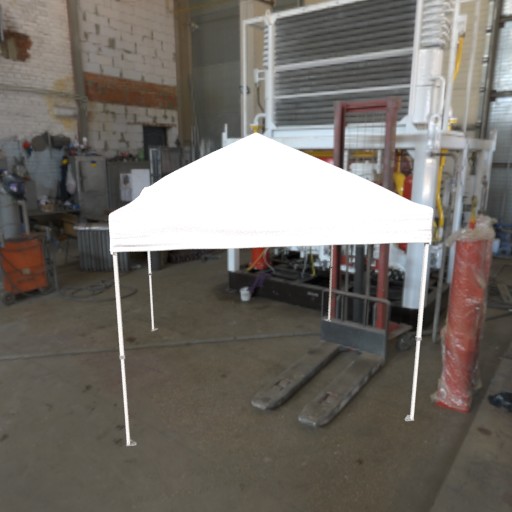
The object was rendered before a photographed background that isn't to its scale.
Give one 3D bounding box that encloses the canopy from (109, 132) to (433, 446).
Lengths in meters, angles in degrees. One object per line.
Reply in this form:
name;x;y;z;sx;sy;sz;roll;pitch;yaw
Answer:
canopy;0.000;0.000;5.581;2.998;2.997;2.996;-2;13;-8
